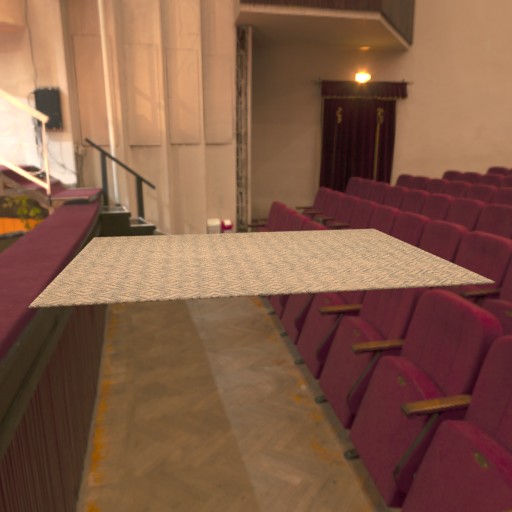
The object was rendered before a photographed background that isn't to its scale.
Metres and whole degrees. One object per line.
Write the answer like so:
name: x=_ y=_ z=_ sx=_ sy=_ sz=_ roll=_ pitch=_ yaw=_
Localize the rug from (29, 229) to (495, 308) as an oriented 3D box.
rug: x=0.000 y=0.000 z=2.290 sx=1.824 sy=0.008 sz=1.220 roll=-2 pitch=14 yaw=-9
